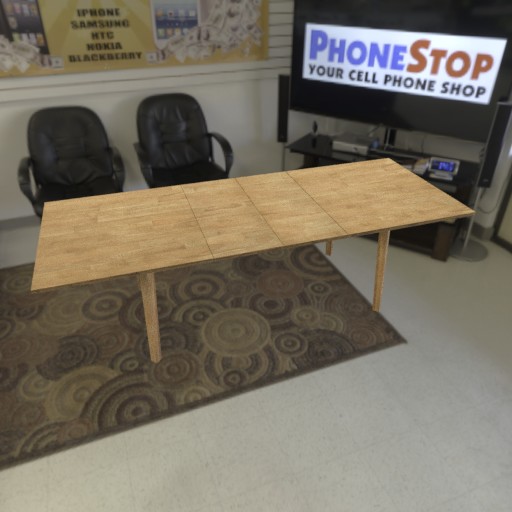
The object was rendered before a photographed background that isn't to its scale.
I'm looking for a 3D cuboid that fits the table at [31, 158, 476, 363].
[{"bbox_3d":[0.000,0.000,3.069,2.603,0.752,1.000,-10,34,-15],"label":"table"}]
